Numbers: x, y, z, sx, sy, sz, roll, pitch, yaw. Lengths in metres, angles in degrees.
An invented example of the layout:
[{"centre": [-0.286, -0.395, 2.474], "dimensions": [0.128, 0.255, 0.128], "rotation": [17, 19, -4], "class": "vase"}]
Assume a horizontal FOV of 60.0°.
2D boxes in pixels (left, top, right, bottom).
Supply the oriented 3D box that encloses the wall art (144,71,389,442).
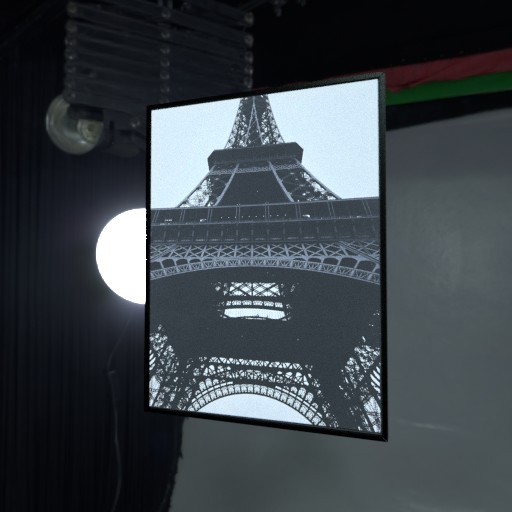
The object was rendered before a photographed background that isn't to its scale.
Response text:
[{"centre": [0.000, 0.000, 1.421], "dimensions": [0.805, 1.062, 0.040], "rotation": [-1, -2, 20], "class": "wall art"}]
